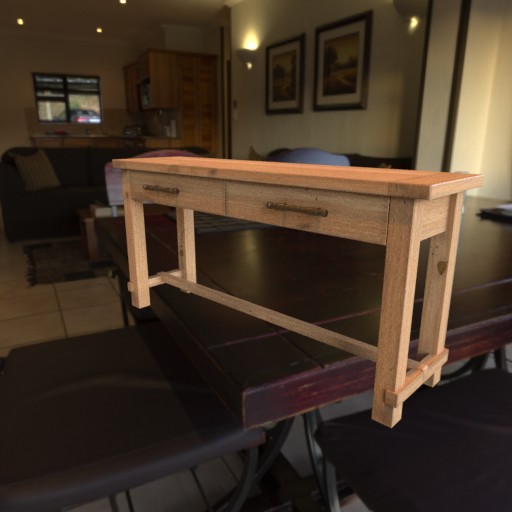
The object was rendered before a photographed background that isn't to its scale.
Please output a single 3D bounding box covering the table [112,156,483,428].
[{"bbox_3d":[0.000,0.000,1.900,1.599,0.762,0.442,14,21,41],"label":"table"}]
